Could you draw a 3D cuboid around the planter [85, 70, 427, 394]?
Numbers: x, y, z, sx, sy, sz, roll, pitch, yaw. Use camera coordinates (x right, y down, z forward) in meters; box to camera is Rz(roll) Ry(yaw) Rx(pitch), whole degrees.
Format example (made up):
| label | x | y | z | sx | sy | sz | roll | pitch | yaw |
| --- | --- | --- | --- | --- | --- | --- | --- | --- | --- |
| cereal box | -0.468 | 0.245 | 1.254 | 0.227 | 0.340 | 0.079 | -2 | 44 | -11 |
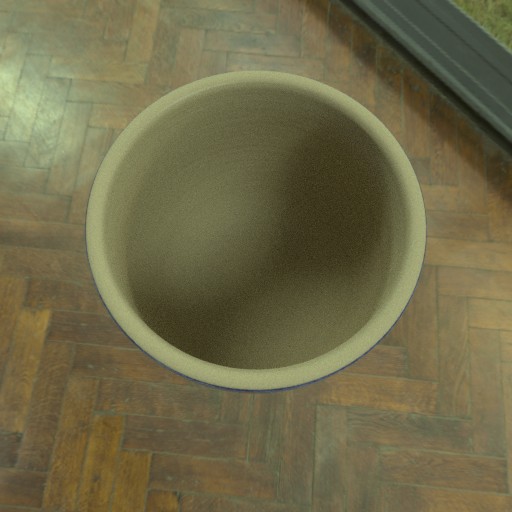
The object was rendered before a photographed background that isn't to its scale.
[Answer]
| label | x | y | z | sx | sy | sz | roll | pitch | yaw |
| --- | --- | --- | --- | --- | --- | --- | --- | --- | --- |
| planter | 0.000 | 0.000 | 0.282 | 0.165 | 0.149 | 0.165 | 0 | 74 | 0 |
